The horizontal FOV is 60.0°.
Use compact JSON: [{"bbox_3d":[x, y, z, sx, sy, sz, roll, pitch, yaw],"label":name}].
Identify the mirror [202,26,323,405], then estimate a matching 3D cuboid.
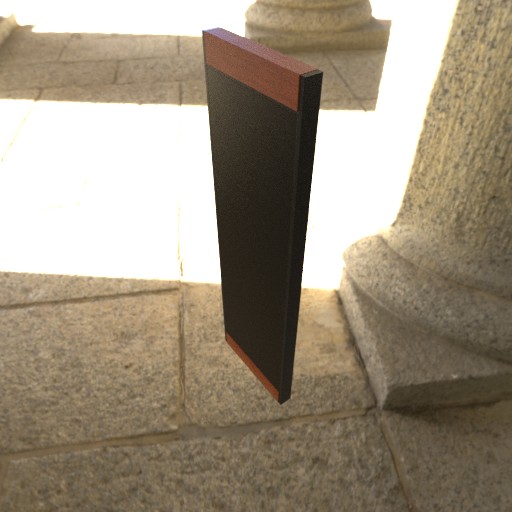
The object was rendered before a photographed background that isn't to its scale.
[{"bbox_3d":[0.000,0.000,1.262,0.047,1.123,0.343,-27,49,-26],"label":"mirror"}]
